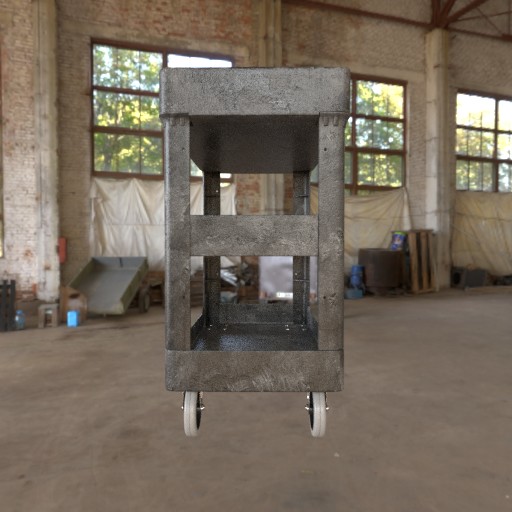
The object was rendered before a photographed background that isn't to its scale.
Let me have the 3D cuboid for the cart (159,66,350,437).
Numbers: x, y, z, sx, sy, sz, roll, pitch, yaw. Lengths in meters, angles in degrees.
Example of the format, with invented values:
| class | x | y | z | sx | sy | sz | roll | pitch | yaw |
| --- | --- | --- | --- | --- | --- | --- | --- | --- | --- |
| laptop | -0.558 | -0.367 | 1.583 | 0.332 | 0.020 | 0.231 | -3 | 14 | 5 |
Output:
| class | x | y | z | sx | sy | sz | roll | pitch | yaw |
| --- | --- | --- | --- | --- | --- | --- | --- | --- | --- |
| cart | 0.000 | 0.000 | 1.383 | 0.420 | 0.824 | 0.877 | 0 | 2 | 0 |
